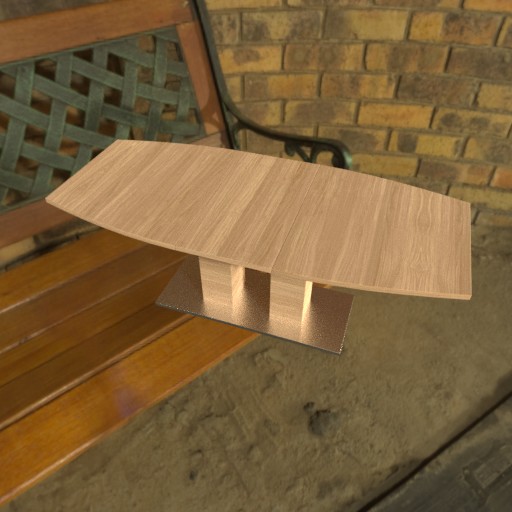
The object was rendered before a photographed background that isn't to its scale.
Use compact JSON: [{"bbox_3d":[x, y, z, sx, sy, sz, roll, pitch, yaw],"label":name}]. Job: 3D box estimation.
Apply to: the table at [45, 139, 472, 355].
[{"bbox_3d":[0.000,0.000,2.479,2.032,0.750,0.900,13,44,14],"label":"table"}]
